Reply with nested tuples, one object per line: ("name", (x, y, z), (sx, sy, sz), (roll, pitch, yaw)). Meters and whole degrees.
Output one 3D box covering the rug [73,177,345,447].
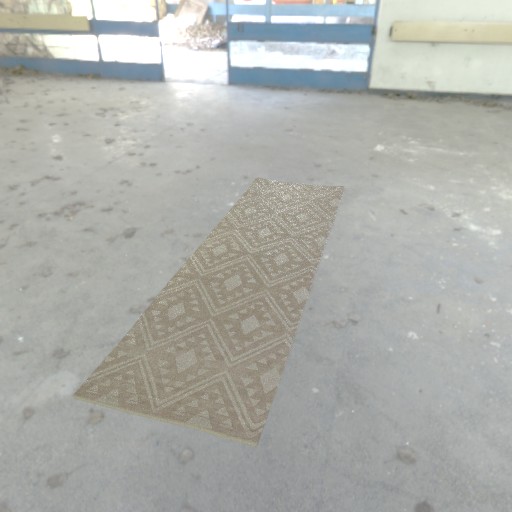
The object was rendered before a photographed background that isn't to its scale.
("rug", (0.000, 0.000, 2.627), (0.752, 0.051, 2.452), (9, 32, 14))
